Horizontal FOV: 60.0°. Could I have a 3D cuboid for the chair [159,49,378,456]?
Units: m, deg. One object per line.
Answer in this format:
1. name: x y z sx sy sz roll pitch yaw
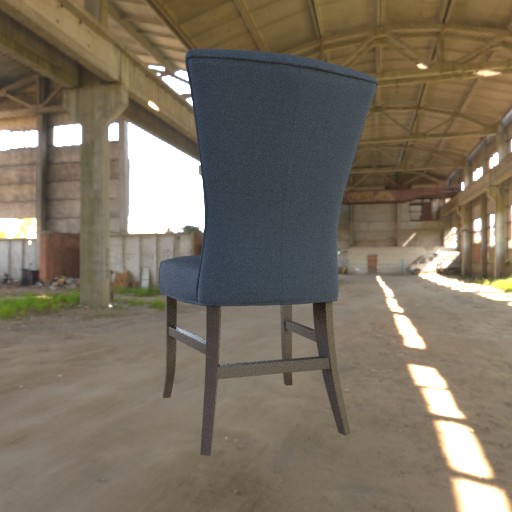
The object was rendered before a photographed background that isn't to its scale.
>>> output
1. chair: 0.000 0.000 1.355 0.520 0.991 0.660 0 0 -19
